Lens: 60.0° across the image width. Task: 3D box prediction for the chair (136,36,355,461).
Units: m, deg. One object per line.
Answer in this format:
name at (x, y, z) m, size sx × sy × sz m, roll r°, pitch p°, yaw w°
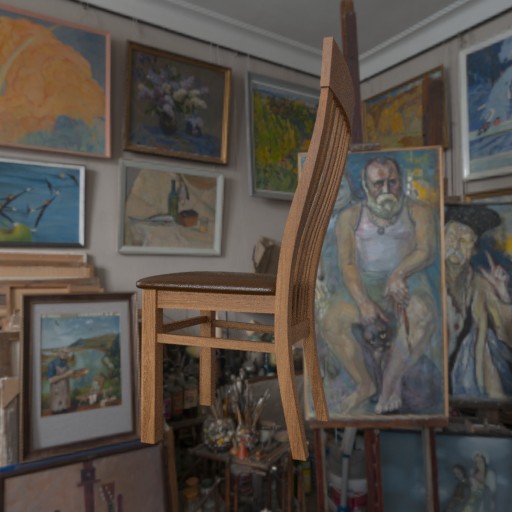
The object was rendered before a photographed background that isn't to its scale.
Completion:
chair at (0.000, 0.000, 1.363) m, size 0.580 × 1.050 × 0.450 m, roll -1°, pitch -2°, yaw 19°
